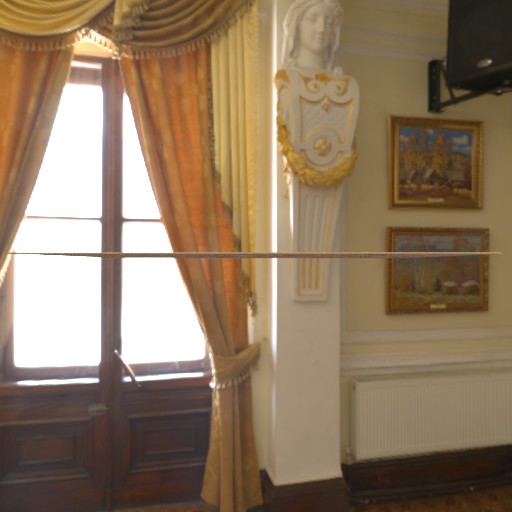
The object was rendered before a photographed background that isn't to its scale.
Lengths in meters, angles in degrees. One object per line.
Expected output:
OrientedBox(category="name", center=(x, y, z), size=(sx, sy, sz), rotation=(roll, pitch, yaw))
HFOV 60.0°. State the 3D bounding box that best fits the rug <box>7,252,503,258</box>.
OrientedBox(category="rug", center=(0.000, 0.000, 2.783), size=(2.284, 0.008, 1.522), rotation=(0, -1, 0))
